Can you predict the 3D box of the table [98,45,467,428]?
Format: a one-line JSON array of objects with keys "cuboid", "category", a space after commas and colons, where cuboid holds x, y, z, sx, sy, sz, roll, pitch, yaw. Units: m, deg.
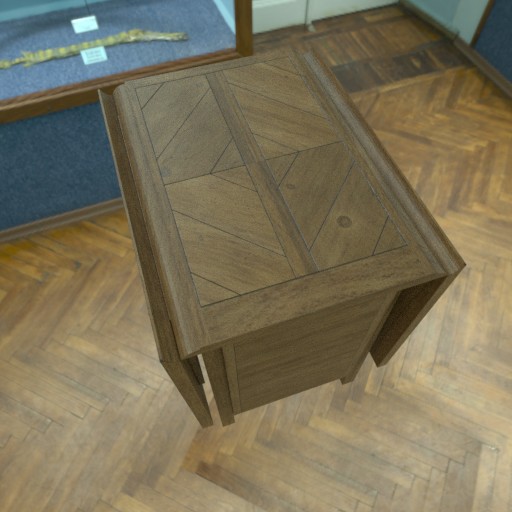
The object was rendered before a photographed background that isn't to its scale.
[{"cuboid": [0.000, 0.000, 1.293, 0.591, 0.763, 0.746, -16, 59, -10], "category": "table"}]
